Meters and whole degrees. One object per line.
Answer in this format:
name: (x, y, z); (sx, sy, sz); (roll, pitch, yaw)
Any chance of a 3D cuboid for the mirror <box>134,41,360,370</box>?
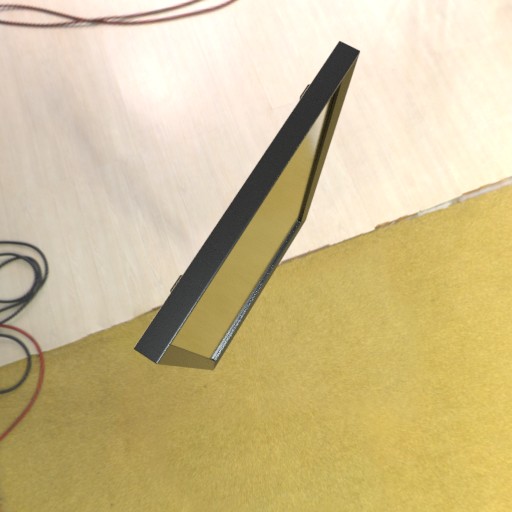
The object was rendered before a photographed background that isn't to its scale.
mirror: (0.000, 0.000, 0.919); (0.039, 0.710, 0.507); (31, 77, 8)
